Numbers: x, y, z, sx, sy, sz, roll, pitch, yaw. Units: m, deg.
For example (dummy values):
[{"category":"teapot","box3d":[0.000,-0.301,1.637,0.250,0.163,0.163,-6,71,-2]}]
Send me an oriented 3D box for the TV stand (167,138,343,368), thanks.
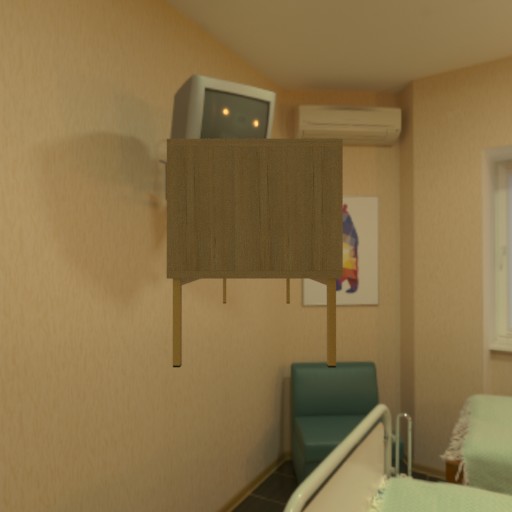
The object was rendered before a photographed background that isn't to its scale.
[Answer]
[{"category":"TV stand","box3d":[0.000,0.000,1.857,0.420,0.550,1.600,0,0,0]}]
